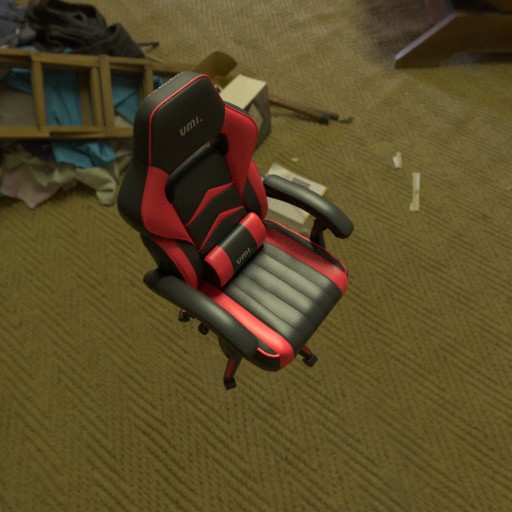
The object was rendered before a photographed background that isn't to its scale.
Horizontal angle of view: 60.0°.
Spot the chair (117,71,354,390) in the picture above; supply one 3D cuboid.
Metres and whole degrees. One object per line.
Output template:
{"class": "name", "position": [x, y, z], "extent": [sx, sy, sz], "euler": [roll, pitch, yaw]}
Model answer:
{"class": "chair", "position": [0.000, 0.000, 1.667], "extent": [0.700, 1.220, 0.700], "euler": [34, 64, 19]}
